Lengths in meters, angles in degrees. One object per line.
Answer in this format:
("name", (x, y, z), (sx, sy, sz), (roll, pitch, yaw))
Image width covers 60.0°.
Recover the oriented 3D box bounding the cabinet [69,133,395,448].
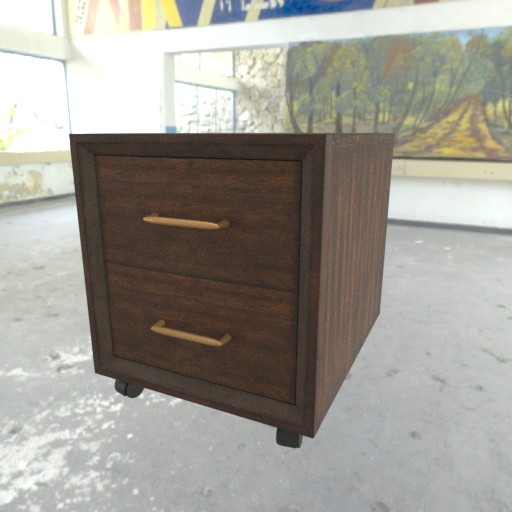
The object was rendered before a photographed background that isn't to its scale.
("cabinet", (0.000, 0.000, 0.852), (0.402, 0.455, 0.500), (7, 17, 25))
